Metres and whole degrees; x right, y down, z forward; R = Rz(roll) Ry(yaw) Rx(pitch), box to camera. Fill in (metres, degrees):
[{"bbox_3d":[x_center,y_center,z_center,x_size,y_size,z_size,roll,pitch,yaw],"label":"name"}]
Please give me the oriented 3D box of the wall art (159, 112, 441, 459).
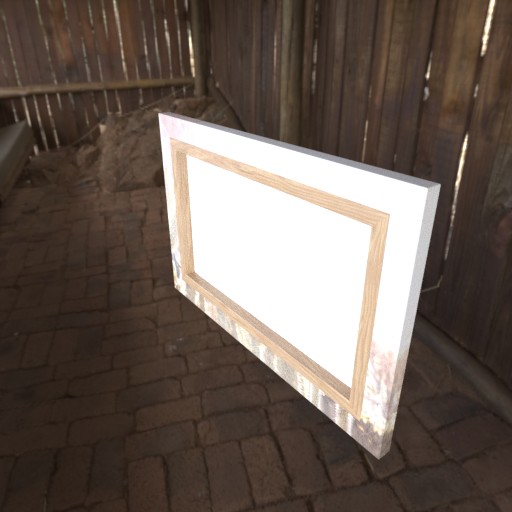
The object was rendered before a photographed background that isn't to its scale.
[{"bbox_3d":[0.000,0.000,1.154,0.040,0.608,0.916,-19,32,-33],"label":"wall art"}]
